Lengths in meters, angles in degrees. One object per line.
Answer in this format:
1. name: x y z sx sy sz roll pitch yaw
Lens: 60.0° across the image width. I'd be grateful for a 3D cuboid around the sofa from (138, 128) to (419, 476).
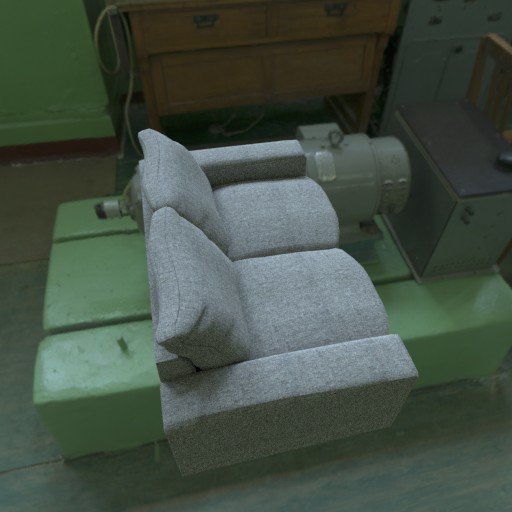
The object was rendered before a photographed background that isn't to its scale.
1. sofa: 0.000 0.000 2.363 1.094 0.877 1.758 -10 48 -9
